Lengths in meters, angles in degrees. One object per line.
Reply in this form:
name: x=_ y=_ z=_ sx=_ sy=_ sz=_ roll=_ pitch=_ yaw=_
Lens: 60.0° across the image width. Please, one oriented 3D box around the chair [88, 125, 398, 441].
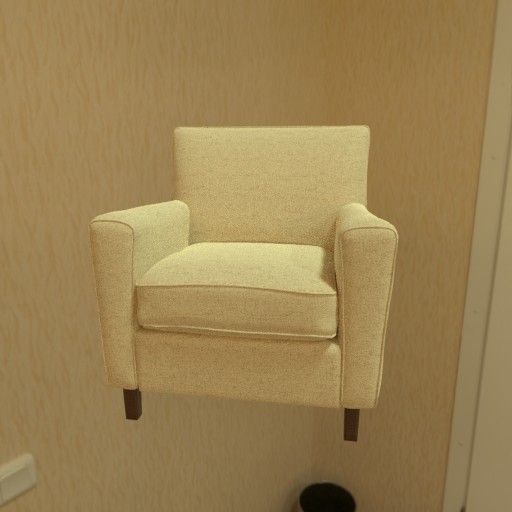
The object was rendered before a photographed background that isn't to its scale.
chair: x=0.000 y=0.000 z=1.601 sx=0.870 sy=0.943 sz=0.823 roll=2 pitch=13 yaw=9
